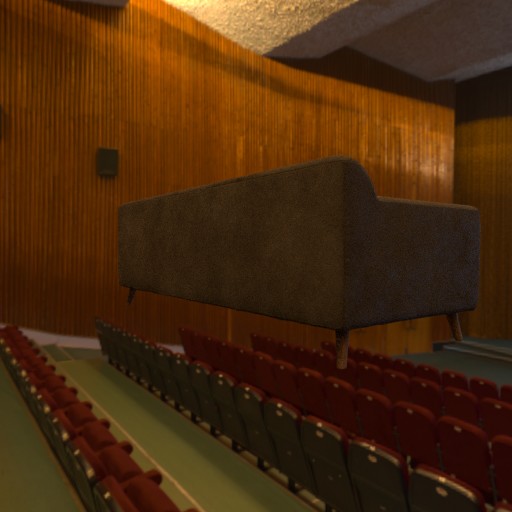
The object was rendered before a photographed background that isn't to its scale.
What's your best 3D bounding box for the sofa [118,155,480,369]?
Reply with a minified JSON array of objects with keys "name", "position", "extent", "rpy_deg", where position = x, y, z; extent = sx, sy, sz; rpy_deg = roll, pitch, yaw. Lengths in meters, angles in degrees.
[{"name":"sofa","position":[0.000,0.000,2.592],"extent":[0.900,0.740,2.190],"rpy_deg":[-1,1,-36]}]
